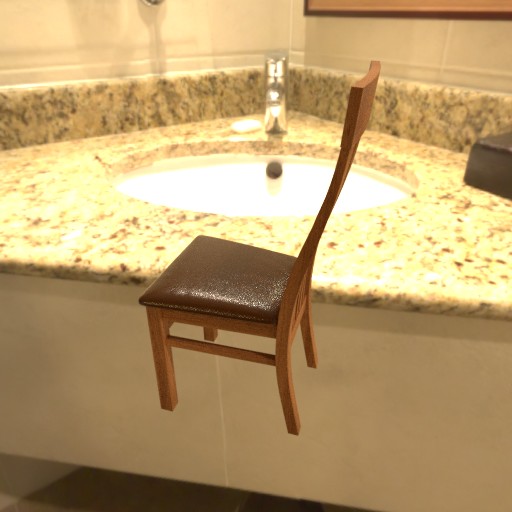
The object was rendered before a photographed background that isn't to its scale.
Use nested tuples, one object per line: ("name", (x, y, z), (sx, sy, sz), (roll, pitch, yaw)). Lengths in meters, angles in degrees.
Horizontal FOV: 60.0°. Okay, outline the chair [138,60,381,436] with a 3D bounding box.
("chair", (0.000, 0.000, 1.329), (0.580, 1.050, 0.450), (9, 31, 15))
